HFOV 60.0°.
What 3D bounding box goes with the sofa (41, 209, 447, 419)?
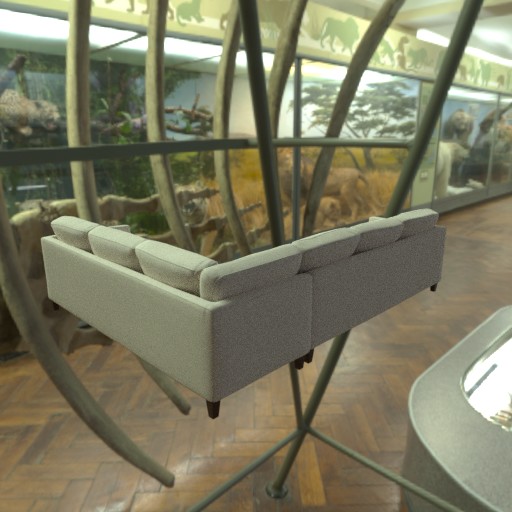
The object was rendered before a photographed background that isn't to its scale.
[{"bbox_3d":[0.000,0.000,4.526,2.593,0.947,3.302,15,22,43],"label":"sofa"}]
